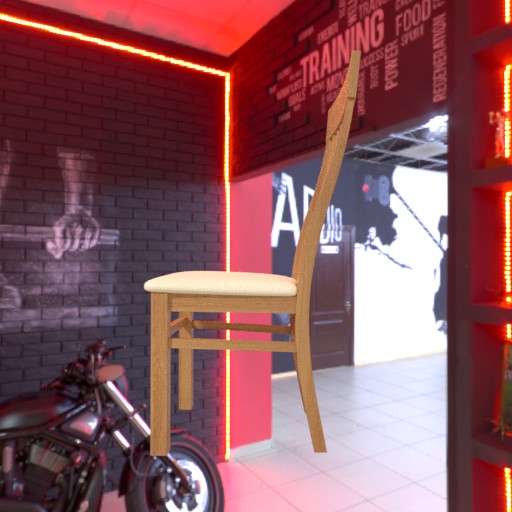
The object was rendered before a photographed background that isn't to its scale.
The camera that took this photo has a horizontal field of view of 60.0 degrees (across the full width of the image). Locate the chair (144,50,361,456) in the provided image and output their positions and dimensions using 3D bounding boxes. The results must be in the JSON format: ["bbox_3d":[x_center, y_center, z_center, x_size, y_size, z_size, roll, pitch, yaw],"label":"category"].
[{"bbox_3d":[0.000,0.000,1.363,0.580,1.050,0.450,0,-1,2],"label":"chair"}]
